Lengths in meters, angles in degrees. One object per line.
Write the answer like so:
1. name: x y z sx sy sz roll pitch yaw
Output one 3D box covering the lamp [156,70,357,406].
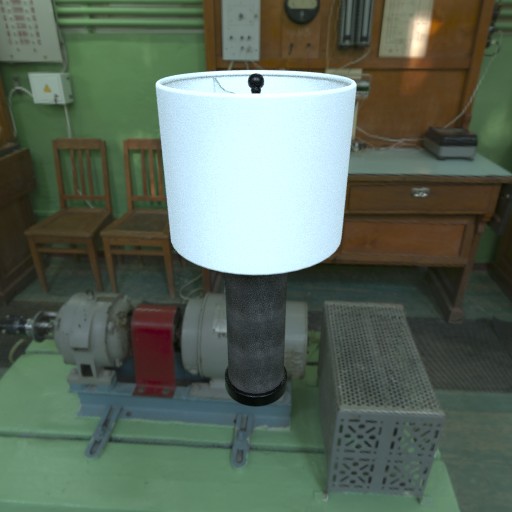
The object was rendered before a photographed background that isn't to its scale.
1. lamp: 0.000 0.000 0.828 0.305 0.634 0.305 1 28 2
